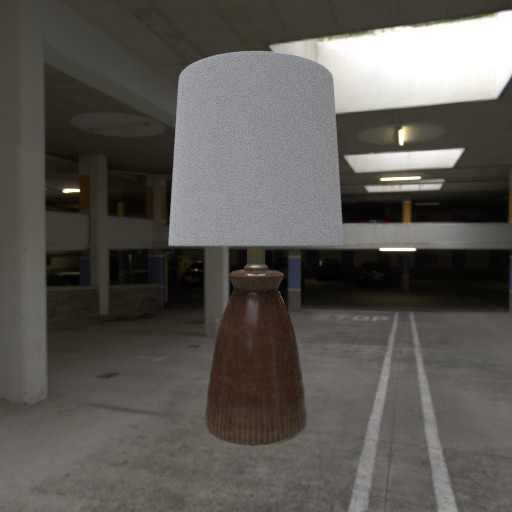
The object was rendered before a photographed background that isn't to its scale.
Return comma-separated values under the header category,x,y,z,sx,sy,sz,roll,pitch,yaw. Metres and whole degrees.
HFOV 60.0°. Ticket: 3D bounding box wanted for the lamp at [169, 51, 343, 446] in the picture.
category,x,y,z,sx,sy,sz,roll,pitch,yaw
lamp,0.000,0.000,0.481,0.186,0.369,0.186,0,1,0
